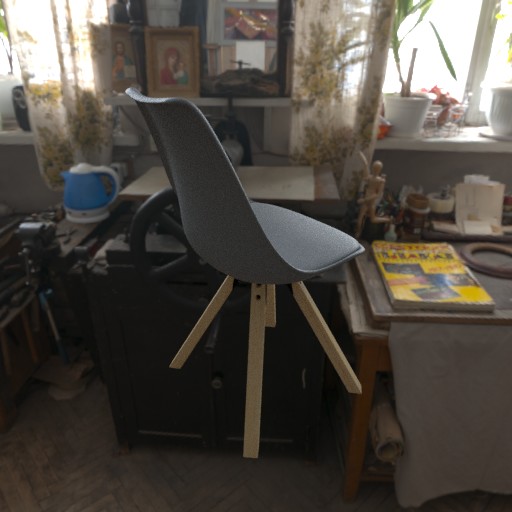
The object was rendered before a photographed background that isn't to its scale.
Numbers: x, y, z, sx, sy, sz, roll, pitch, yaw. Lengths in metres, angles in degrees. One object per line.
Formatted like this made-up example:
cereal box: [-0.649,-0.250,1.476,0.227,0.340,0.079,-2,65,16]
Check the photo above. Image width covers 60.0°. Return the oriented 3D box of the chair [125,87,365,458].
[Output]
chair: [0.000,0.000,1.174,0.549,0.850,0.485,-18,31,-32]
